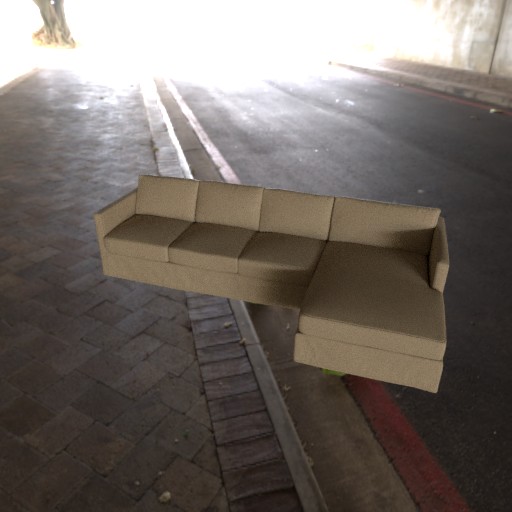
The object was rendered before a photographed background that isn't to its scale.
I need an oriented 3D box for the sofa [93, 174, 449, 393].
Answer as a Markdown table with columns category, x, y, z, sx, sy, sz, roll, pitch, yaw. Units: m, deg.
| category | x | y | z | sx | sy | sz | roll | pitch | yaw |
| --- | --- | --- | --- | --- | --- | --- | --- | --- | --- |
| sofa | 0.000 | 0.000 | 3.974 | 3.206 | 0.871 | 1.622 | 9 | 29 | 16 |
